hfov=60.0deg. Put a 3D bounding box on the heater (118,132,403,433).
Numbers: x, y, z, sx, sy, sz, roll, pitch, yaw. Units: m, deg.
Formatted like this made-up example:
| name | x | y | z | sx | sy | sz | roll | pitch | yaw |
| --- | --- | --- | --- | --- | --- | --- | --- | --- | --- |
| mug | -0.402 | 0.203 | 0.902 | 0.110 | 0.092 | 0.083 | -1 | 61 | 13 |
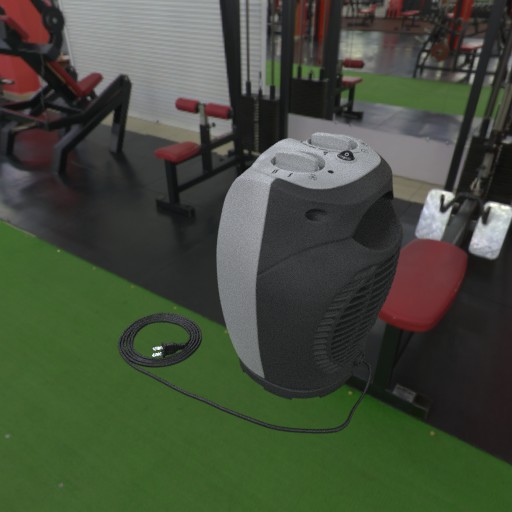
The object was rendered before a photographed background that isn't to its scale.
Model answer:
| name | x | y | z | sx | sy | sz | roll | pitch | yaw |
| --- | --- | --- | --- | --- | --- | --- | --- | --- | --- |
| heater | 0.000 | 0.000 | 0.478 | 0.291 | 0.255 | 0.239 | 22 | 39 | 30 |
